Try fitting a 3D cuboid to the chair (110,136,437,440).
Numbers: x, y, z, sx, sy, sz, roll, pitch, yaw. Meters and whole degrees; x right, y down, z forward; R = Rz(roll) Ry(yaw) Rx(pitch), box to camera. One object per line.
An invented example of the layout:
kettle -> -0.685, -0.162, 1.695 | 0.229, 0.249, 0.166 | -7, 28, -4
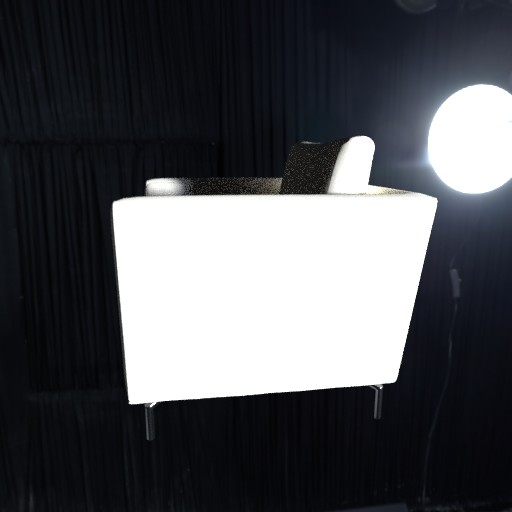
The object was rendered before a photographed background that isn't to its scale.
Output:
chair -> 0.000, 0.000, 1.686 | 0.889, 0.865, 1.041 | -2, 13, -9
